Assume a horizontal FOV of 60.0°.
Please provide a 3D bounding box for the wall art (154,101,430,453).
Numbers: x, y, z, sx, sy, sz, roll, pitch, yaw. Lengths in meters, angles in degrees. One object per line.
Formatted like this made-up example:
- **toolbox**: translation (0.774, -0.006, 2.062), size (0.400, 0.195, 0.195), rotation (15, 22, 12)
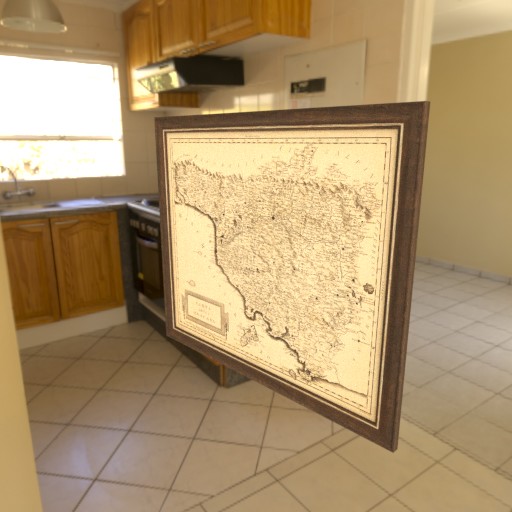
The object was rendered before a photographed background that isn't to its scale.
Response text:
- **wall art**: translation (0.000, 0.000, 1.410), size (1.033, 0.875, 0.023), rotation (14, 20, 43)
